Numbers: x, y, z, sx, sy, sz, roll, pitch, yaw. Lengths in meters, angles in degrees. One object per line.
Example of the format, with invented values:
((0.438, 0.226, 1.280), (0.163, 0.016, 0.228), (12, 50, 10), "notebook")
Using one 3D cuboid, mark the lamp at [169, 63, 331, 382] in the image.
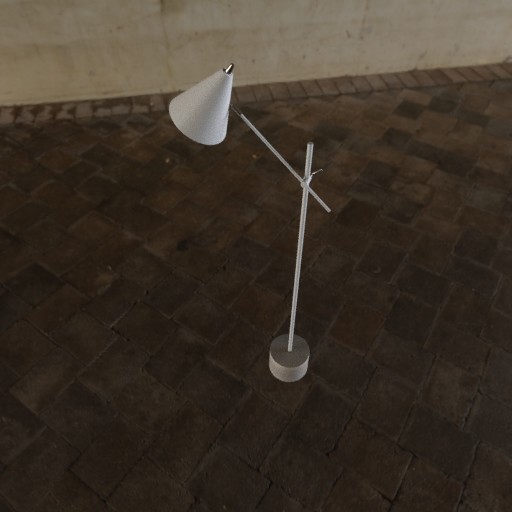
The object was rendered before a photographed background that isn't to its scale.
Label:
((0.000, 0.000, 1.670), (0.508, 1.430, 0.223), (16, 48, 15), "lamp")
